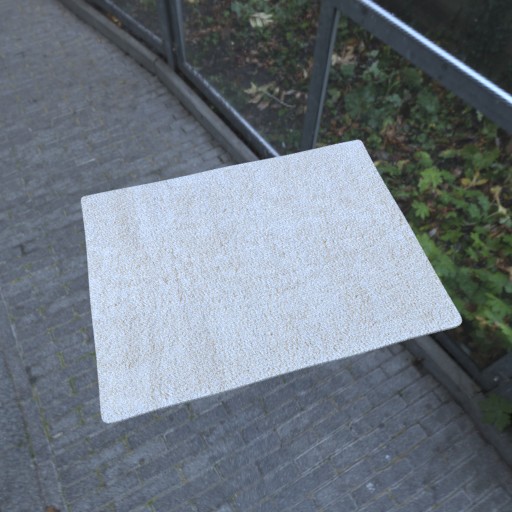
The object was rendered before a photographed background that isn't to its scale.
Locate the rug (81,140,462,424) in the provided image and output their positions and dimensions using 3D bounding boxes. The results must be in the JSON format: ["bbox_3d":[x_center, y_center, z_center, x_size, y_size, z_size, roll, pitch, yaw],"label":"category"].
[{"bbox_3d":[0.000,0.000,2.174,1.600,0.027,1.200,-13,59,-8],"label":"rug"}]
